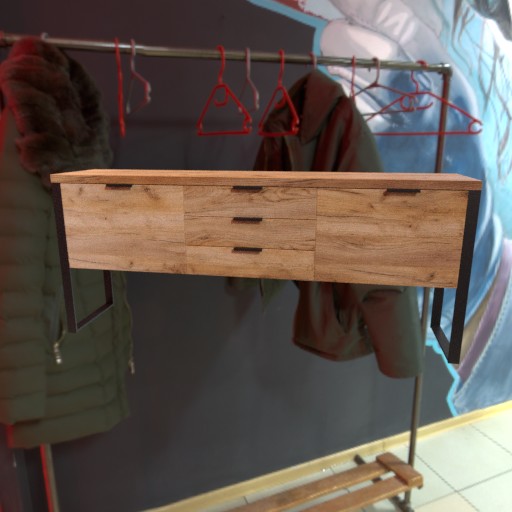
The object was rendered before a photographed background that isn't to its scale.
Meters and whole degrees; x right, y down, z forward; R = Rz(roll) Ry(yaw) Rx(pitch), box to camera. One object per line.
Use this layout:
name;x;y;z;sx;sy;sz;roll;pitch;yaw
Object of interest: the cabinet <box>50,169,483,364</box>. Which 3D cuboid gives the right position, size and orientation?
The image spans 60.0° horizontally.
cabinet;0.000;0.000;2.094;1.800;0.762;0.395;3;15;10
